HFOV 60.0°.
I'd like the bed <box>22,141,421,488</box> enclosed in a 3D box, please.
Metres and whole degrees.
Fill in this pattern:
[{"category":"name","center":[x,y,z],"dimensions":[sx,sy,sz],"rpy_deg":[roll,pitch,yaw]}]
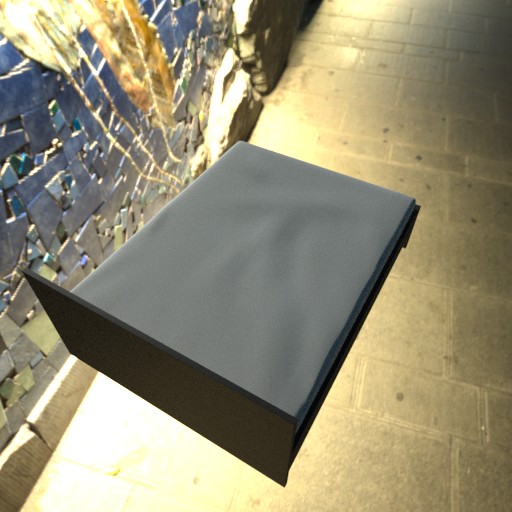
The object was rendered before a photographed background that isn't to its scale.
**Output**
[{"category":"bed","center":[0.000,0.000,2.920],"dimensions":[1.585,0.823,2.073],"rpy_deg":[23,51,20]}]
